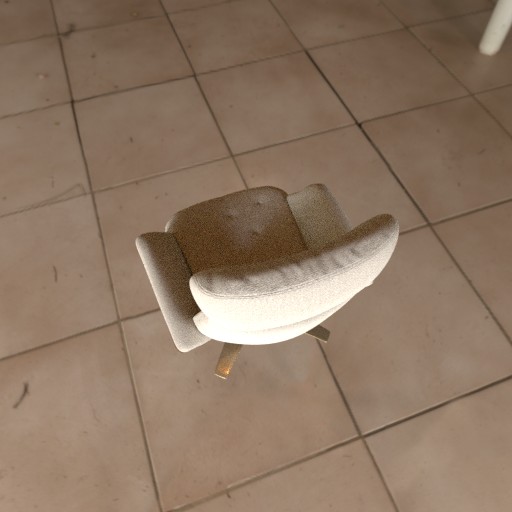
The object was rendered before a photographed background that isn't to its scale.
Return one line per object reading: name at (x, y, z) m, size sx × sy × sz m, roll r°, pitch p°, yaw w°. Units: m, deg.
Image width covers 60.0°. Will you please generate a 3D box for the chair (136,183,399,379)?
chair at (0.000, 0.000, 1.606) m, size 0.785 × 0.995 × 0.837 m, roll -18°, pitch 59°, yaw -11°
